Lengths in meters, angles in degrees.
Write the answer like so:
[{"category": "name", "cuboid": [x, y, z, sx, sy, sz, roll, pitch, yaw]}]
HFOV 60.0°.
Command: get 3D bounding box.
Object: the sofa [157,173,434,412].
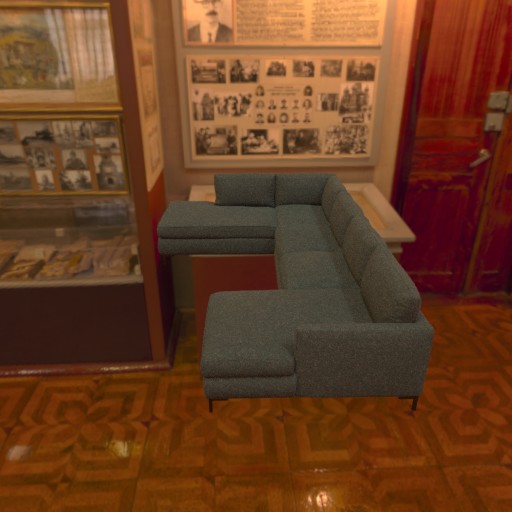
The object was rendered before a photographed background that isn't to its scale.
[{"category": "sofa", "cuboid": [0.000, 0.000, 3.893, 2.007, 0.813, 2.956, 0, 25, -1]}]
